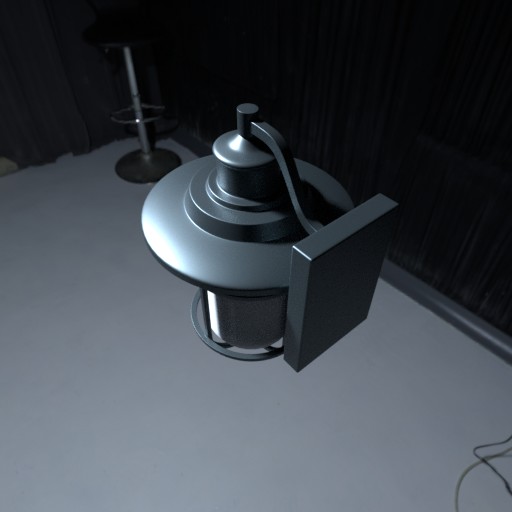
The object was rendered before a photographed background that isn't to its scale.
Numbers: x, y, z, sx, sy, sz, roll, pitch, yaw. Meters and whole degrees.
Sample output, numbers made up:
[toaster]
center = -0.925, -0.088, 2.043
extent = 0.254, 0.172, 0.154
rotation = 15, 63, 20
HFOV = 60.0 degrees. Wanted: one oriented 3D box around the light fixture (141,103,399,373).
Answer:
[light fixture]
center = 0.000, 0.000, 0.502
extent = 0.222, 0.345, 0.252
rotation = -30, 52, -27
